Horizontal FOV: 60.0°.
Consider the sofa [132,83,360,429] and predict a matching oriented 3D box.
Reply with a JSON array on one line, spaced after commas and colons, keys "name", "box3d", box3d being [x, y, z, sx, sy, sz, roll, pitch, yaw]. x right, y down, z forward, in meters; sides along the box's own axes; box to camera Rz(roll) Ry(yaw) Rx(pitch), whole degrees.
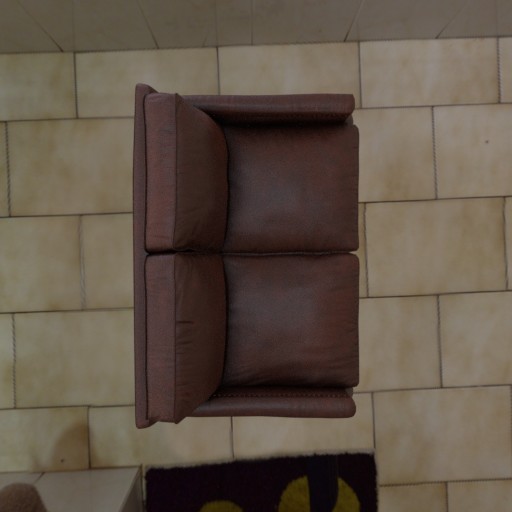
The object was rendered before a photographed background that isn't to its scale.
[{"name": "sofa", "box3d": [0.000, 0.000, 2.279, 1.083, 1.003, 1.628, 0, 90, -1]}]
